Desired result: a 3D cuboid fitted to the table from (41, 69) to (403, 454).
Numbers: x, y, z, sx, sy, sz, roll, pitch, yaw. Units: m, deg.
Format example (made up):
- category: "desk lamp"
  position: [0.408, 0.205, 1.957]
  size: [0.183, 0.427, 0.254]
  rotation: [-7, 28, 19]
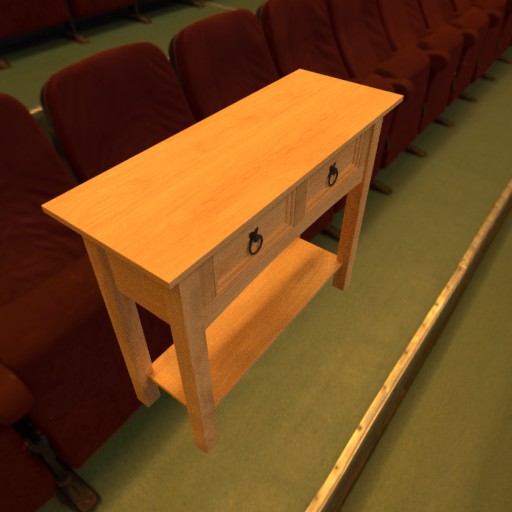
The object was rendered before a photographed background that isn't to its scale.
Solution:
- category: "table"
  position: [0.000, 0.000, 1.272]
  size: [0.340, 0.728, 0.900]
  rotation: [27, 49, 26]
